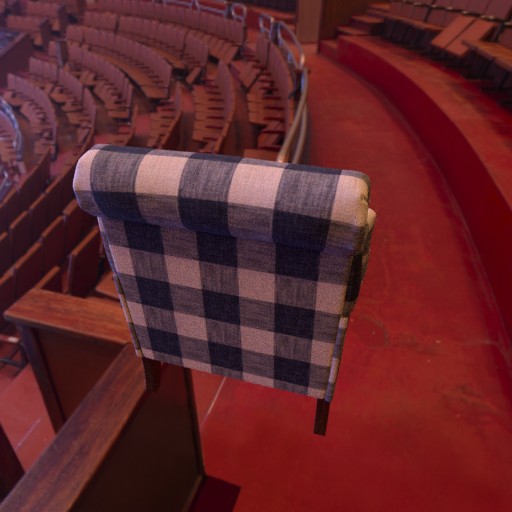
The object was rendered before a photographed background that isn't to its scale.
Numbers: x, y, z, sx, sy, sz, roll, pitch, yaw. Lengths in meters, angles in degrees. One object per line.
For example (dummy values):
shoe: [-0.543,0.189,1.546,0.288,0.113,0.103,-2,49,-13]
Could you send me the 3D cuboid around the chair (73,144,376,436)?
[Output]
chair: [0.000,0.000,1.590,0.781,0.953,0.848,9,34,14]
